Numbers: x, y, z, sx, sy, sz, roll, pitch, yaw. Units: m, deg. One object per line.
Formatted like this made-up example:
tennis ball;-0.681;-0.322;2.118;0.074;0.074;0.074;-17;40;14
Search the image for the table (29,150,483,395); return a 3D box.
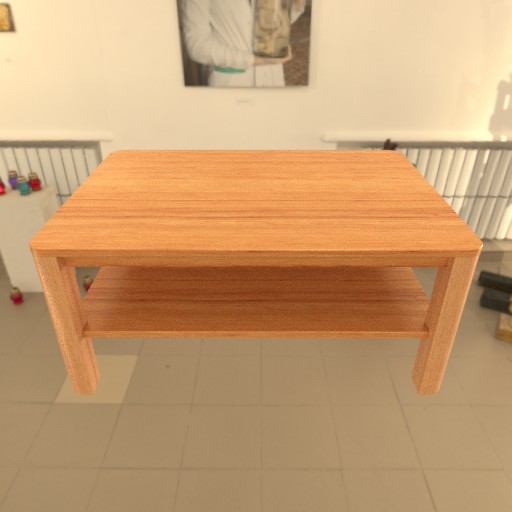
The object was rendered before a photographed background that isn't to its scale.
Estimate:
table;0.000;0.000;1.356;0.997;0.445;0.696;0;31;0
